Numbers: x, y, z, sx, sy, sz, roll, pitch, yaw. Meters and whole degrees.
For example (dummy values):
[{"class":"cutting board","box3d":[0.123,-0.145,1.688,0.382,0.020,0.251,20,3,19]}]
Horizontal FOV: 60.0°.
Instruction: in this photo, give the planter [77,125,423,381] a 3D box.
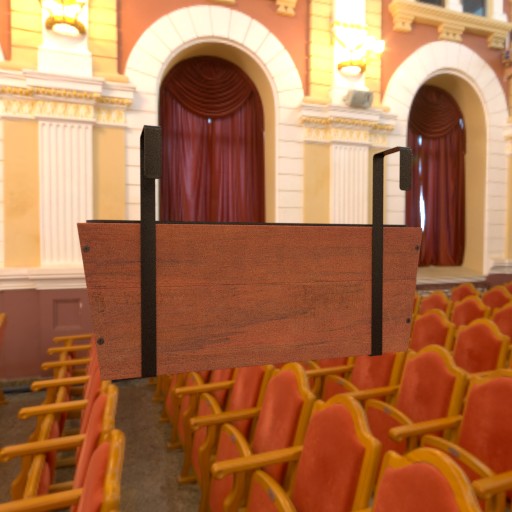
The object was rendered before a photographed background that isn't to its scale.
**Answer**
[{"class":"planter","box3d":[0.000,0.000,0.650,0.480,0.289,0.262,-1,2,-19]}]
